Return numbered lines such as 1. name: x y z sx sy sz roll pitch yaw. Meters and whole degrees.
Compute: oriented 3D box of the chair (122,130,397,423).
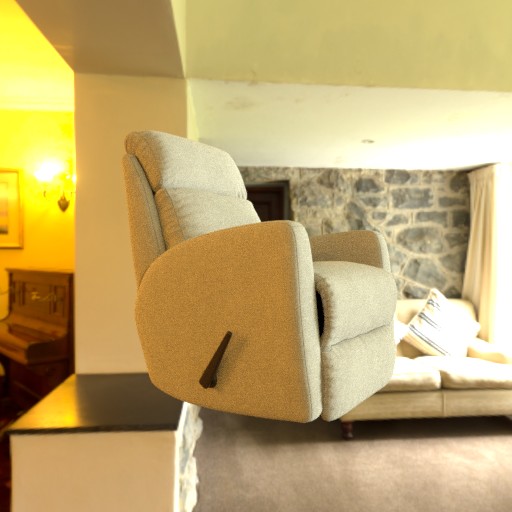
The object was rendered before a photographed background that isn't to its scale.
1. chair: 0.000 0.000 1.739 0.941 1.015 0.812 0 0 35
